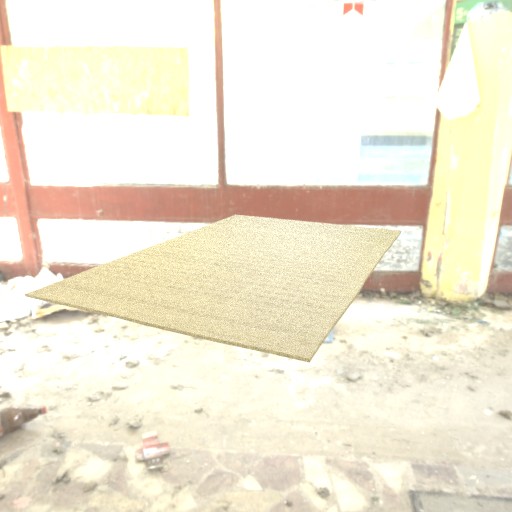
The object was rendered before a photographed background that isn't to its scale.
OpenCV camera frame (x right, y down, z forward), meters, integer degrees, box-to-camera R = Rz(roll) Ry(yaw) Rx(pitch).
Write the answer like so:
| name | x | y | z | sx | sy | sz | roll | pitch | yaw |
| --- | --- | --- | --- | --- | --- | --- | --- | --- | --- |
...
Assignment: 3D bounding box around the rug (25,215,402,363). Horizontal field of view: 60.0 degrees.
| name | x | y | z | sx | sy | sz | roll | pitch | yaw |
| --- | --- | --- | --- | --- | --- | --- | --- | --- | --- |
| rug | 0.000 | 0.000 | 2.926 | 1.532 | 0.018 | 2.297 | 8 | 18 | 24 |
